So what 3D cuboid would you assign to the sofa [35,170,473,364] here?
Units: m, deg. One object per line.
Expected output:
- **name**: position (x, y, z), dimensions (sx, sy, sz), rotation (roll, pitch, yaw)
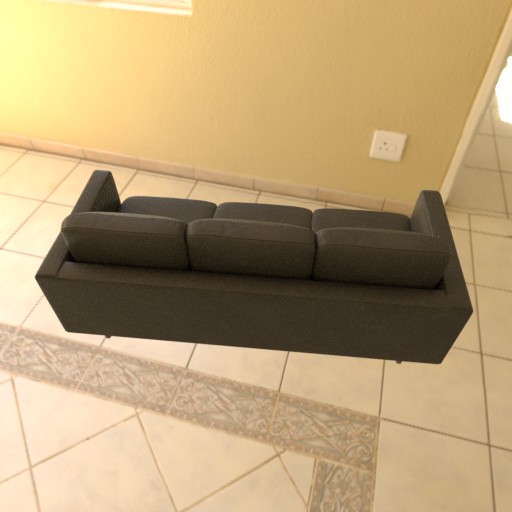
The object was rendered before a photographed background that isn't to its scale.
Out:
- **sofa**: position (0.000, 0.000, 2.486), dimensions (2.029, 0.899, 0.879), rotation (4, 48, 4)
